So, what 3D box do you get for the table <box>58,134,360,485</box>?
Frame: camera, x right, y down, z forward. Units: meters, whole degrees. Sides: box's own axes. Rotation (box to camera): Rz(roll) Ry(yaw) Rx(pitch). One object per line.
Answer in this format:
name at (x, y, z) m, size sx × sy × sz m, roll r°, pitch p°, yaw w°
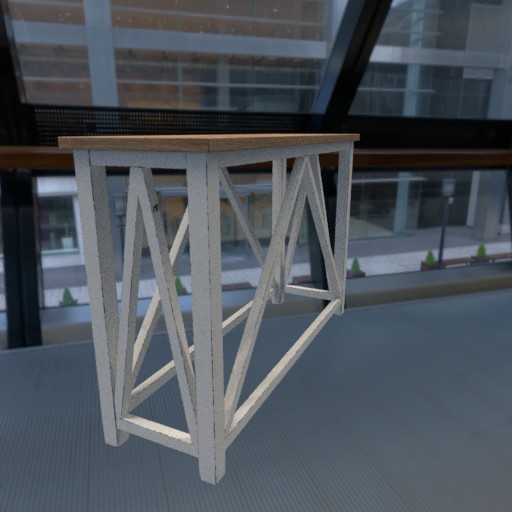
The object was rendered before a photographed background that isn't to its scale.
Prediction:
table at (0.000, 0.000, 1.768) m, size 0.450 × 0.930 × 1.400 m, roll 7°, pitch 17°, yaw 25°
